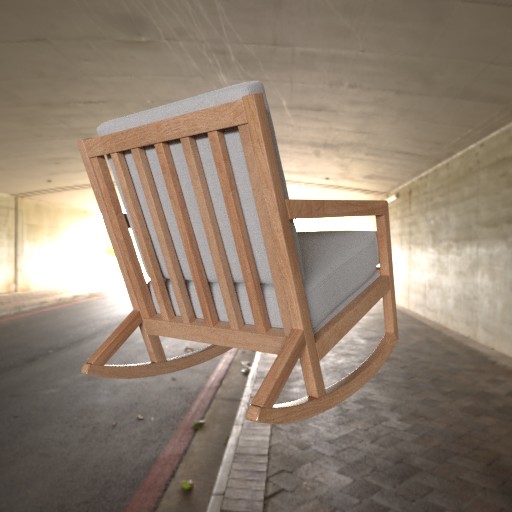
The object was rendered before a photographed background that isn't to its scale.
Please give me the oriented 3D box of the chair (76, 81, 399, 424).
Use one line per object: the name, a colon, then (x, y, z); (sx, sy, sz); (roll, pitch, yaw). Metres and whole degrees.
chair: (0.000, 0.000, 1.405); (0.622, 0.790, 0.857); (0, 0, 36)
